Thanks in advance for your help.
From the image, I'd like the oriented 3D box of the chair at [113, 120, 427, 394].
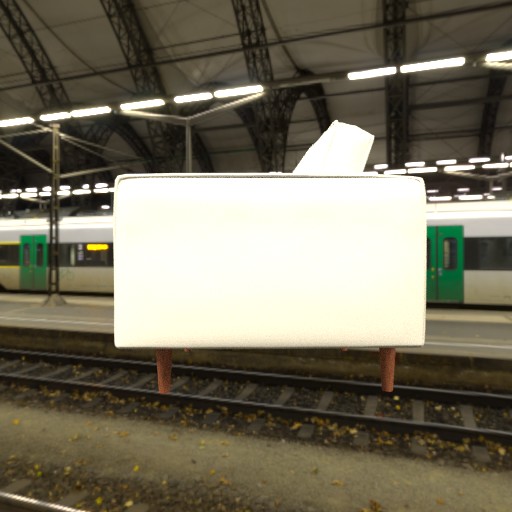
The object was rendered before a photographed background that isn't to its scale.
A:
[{"bbox_3d":[0.000,0.000,1.543,0.843,0.773,0.928,0,0,-2],"label":"chair"}]
